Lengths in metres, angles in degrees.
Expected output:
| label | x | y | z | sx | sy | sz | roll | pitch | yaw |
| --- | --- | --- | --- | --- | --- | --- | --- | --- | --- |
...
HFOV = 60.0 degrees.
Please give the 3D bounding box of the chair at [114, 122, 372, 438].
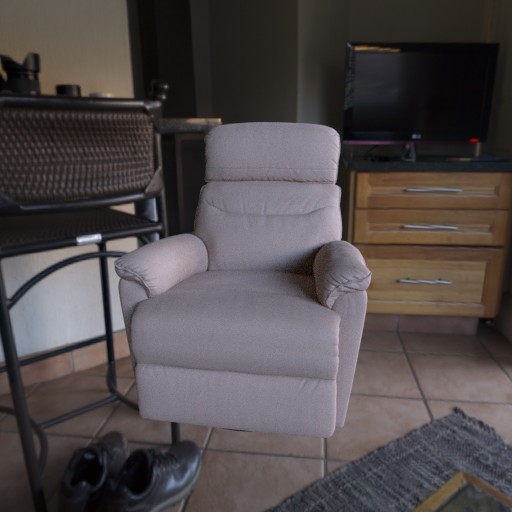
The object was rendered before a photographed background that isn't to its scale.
| label | x | y | z | sx | sy | sz | roll | pitch | yaw |
| --- | --- | --- | --- | --- | --- | --- | --- | --- | --- |
| chair | 0.000 | 0.000 | 1.742 | 0.820 | 1.037 | 1.004 | 2 | 15 | 9 |
